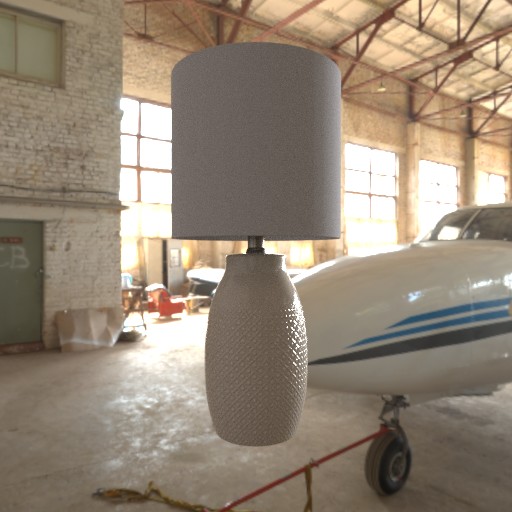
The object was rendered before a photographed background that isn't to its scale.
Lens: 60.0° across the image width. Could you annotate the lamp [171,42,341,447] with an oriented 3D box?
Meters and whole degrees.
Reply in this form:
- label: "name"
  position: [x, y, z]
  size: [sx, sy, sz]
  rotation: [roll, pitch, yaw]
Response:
- label: "lamp"
  position: [0.000, 0.000, 0.576]
  size: [0.217, 0.453, 0.217]
  rotation: [0, 0, 0]
